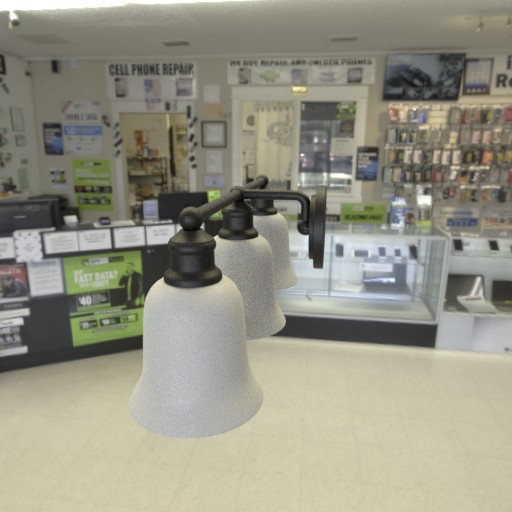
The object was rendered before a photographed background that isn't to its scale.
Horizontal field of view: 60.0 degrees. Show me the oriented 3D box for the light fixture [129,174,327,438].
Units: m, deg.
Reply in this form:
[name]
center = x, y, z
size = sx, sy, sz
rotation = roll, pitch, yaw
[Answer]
[light fixture]
center = 0.000, 0.000, 0.658
size = 0.198, 0.211, 0.570
rotation = 3, 15, 10
